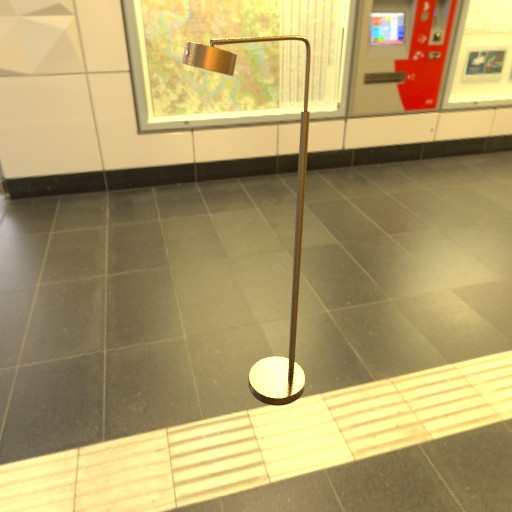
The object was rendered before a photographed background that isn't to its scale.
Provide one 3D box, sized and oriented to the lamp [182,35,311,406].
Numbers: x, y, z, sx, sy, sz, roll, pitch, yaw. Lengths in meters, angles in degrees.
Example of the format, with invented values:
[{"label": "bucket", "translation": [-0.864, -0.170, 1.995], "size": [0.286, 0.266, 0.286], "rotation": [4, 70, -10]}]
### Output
[{"label": "lamp", "translation": [0.000, 0.000, 1.377], "size": [0.418, 1.230, 0.219], "rotation": [-20, 36, -30]}]
